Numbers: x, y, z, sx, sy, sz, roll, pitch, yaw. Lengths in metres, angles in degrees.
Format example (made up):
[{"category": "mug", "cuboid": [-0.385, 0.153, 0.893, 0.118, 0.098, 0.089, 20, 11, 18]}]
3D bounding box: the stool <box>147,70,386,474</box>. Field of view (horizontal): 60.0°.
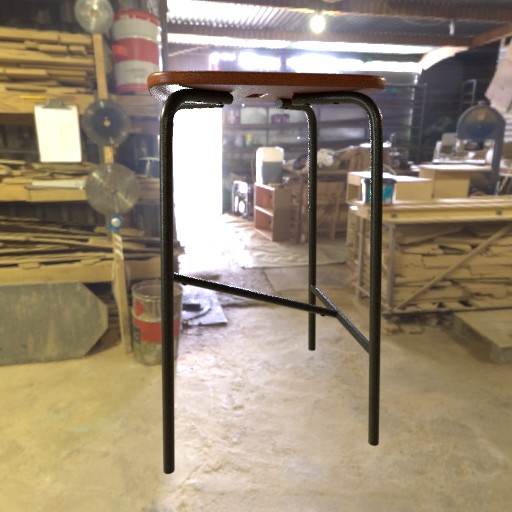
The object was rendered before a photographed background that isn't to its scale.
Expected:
[{"category": "stool", "cuboid": [0.000, 0.000, 0.843, 0.376, 0.610, 0.376, -3, 16, -10]}]
